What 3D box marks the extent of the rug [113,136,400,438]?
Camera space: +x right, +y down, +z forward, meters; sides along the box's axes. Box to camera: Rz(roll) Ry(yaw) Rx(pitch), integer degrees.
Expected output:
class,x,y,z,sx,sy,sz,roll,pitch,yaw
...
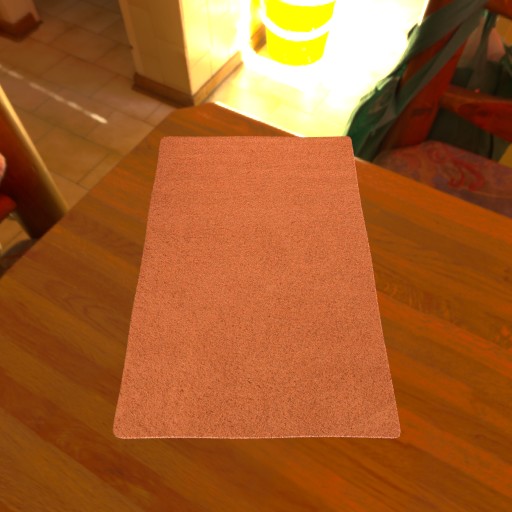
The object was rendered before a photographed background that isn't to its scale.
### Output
class,x,y,z,sx,sy,sz,roll,pitch,yaw
rug,0.000,0.000,3.488,1.801,0.024,2.700,0,57,0
